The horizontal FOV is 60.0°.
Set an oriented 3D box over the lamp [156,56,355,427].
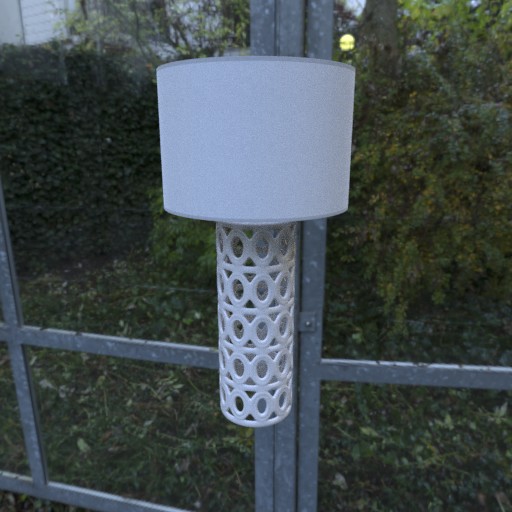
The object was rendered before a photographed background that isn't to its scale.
[{"bbox_3d":[0.000,0.000,0.825,0.324,0.636,0.325,8,17,26],"label":"lamp"}]
